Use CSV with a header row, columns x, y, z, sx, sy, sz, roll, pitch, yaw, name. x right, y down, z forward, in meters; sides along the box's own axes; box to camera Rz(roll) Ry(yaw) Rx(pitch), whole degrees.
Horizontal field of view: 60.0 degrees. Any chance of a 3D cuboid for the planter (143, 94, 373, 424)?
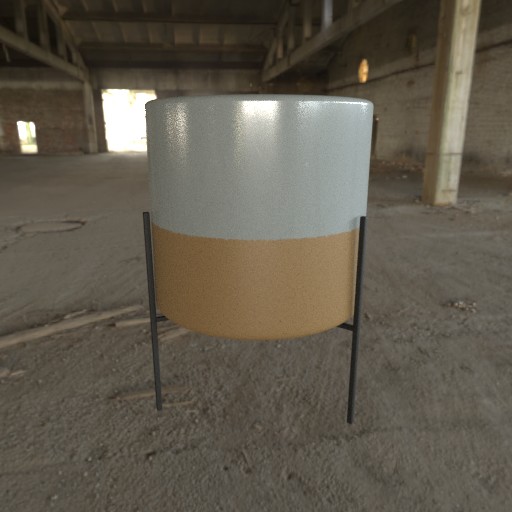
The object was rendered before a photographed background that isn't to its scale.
x,y,z,sx,sy,sz,roll,pitch,yaw,name
0.000,0.000,0.658,0.310,0.432,0.310,-2,16,-8,planter
